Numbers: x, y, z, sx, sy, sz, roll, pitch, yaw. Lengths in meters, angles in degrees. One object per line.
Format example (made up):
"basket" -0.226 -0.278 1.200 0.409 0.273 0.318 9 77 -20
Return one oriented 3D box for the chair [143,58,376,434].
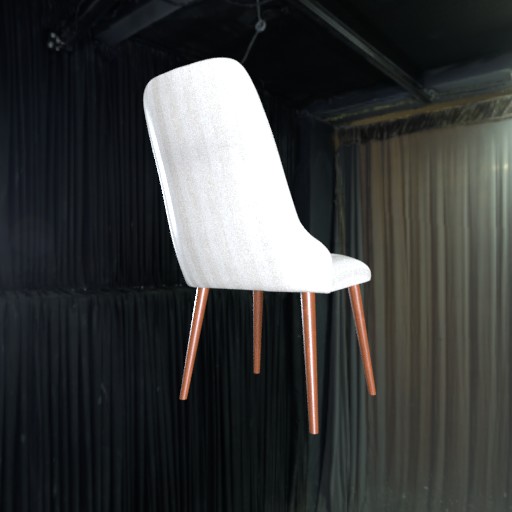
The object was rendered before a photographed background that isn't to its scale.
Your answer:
"chair" 0.000 0.000 1.350 0.526 0.917 0.684 0 -1 36
